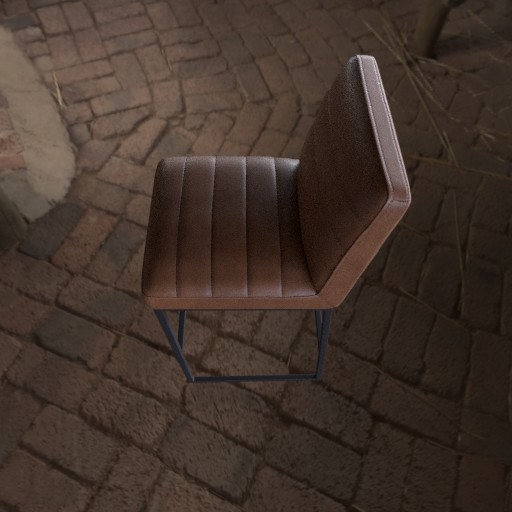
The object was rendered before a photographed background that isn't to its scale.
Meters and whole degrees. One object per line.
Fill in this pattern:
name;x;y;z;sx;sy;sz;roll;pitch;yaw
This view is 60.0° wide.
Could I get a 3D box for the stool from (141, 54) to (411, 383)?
stool;0.000;0.000;1.306;0.556;1.040;0.458;-1;58;-1
